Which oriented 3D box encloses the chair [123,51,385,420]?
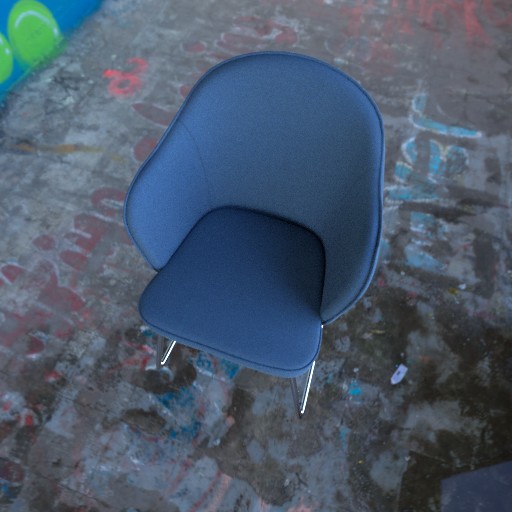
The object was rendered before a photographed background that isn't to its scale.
[{"bbox_3d":[0.000,0.000,1.175,0.570,0.815,0.585,16,60,10],"label":"chair"}]
